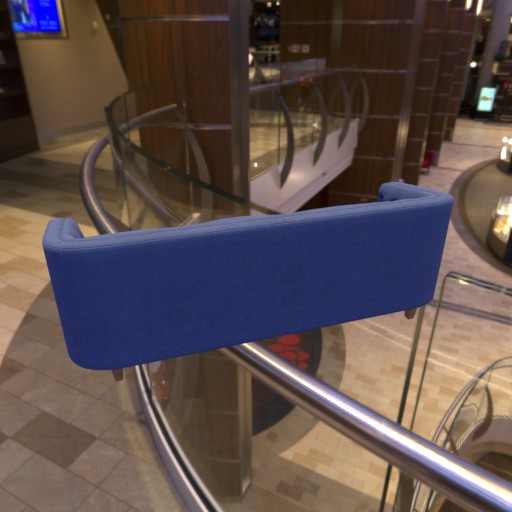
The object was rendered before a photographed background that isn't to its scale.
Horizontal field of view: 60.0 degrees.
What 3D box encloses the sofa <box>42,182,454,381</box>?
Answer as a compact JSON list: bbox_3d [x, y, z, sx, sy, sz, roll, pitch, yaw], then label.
[{"bbox_3d":[0.000,0.000,2.633,2.235,0.787,0.914,-8,28,-16],"label":"sofa"}]
